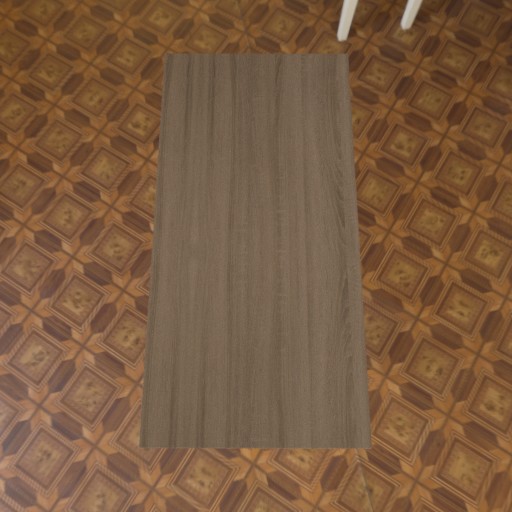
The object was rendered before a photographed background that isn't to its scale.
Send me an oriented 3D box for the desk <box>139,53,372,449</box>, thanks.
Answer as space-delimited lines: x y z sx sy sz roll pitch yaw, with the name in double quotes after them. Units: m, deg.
0.000 0.000 1.850 0.690 0.745 1.380 0 75 0 "desk"
